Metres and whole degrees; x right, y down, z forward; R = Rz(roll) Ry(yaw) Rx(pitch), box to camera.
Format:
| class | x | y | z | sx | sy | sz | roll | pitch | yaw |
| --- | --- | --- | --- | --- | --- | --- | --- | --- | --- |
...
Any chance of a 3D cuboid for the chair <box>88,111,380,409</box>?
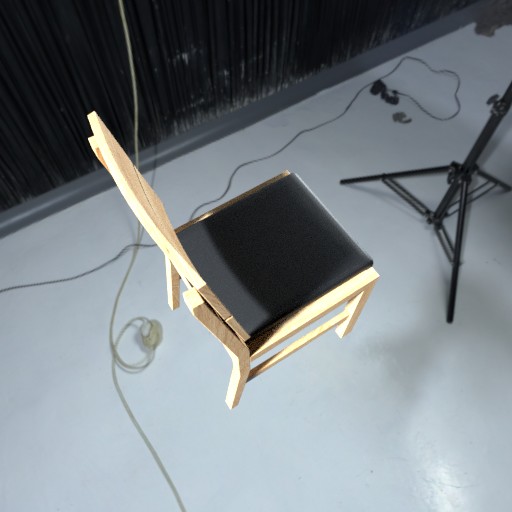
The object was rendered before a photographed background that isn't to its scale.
| class | x | y | z | sx | sy | sz | roll | pitch | yaw |
| --- | --- | --- | --- | --- | --- | --- | --- | --- | --- |
| chair | 0.000 | 0.000 | 1.293 | 0.569 | 0.950 | 0.475 | -29 | 64 | -16 |
